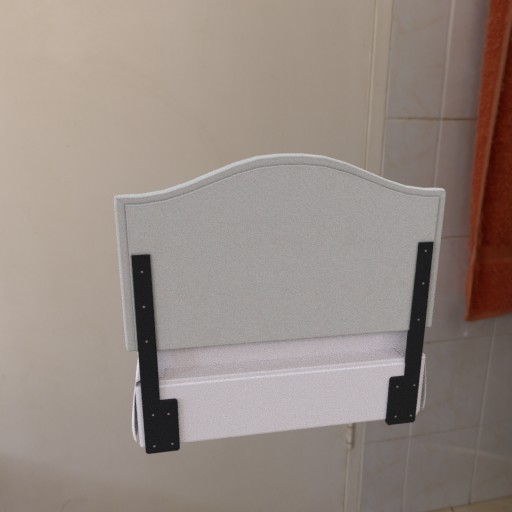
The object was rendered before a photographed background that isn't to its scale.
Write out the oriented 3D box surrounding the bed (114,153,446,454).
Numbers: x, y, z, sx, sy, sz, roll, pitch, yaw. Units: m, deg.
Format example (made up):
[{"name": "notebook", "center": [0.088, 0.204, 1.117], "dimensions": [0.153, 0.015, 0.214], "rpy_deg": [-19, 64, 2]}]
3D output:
[{"name": "bed", "center": [0.000, 0.000, 3.405], "dimensions": [1.813, 1.607, 2.180], "rpy_deg": [-3, 15, -10]}]
